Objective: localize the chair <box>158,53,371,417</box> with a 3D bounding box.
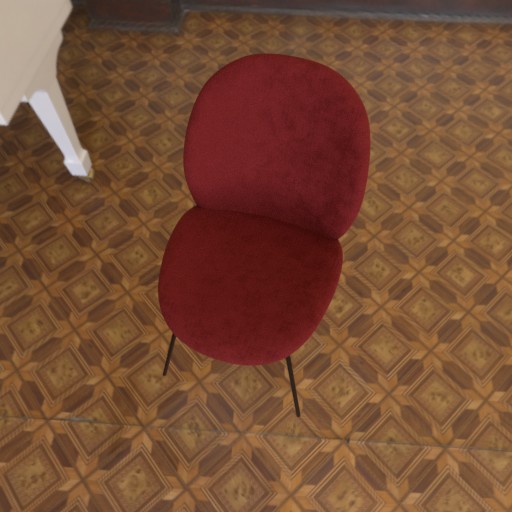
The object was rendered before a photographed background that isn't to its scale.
[{"bbox_3d":[0.000,0.000,1.166,0.458,0.791,0.587,14,59,9],"label":"chair"}]
